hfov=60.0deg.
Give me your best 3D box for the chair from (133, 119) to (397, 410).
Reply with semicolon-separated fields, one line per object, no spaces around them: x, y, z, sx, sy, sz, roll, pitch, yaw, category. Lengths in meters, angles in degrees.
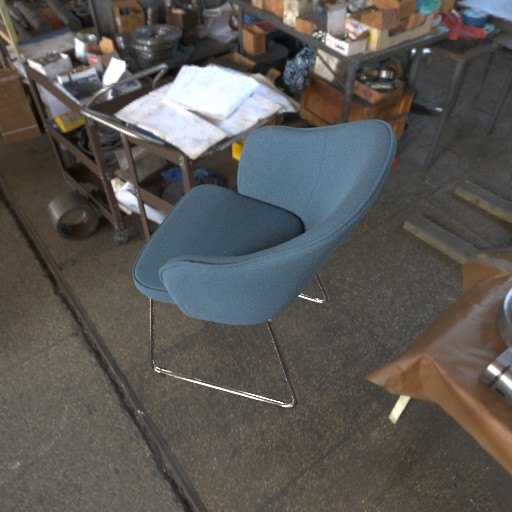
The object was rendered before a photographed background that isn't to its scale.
0.000;0.000;1.235;0.585;0.815;0.570;14;48;13;chair
